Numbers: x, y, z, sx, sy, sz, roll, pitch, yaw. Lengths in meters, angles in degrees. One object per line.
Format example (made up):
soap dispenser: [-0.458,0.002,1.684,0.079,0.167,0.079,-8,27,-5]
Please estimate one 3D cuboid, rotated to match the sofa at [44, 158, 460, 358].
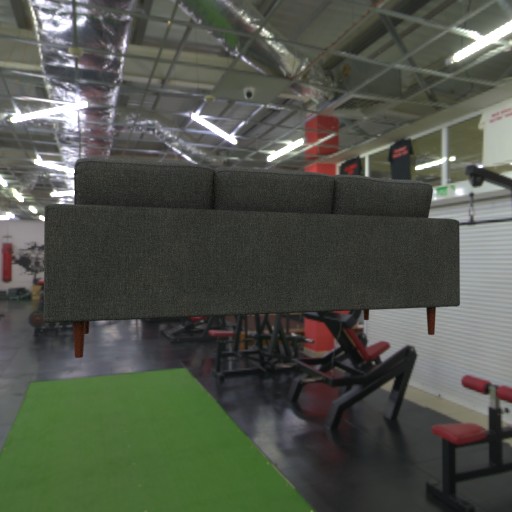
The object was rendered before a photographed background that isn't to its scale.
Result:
sofa: [0.000,0.000,2.660,2.246,0.930,0.903,0,-1,-19]
